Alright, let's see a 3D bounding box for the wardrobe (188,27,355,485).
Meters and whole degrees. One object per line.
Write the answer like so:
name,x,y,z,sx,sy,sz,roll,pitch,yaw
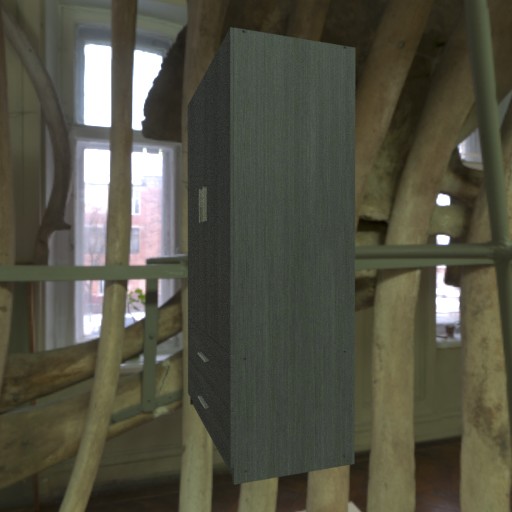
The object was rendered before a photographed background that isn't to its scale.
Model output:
wardrobe,0.000,0.000,2.303,0.577,1.808,0.991,0,1,-18
